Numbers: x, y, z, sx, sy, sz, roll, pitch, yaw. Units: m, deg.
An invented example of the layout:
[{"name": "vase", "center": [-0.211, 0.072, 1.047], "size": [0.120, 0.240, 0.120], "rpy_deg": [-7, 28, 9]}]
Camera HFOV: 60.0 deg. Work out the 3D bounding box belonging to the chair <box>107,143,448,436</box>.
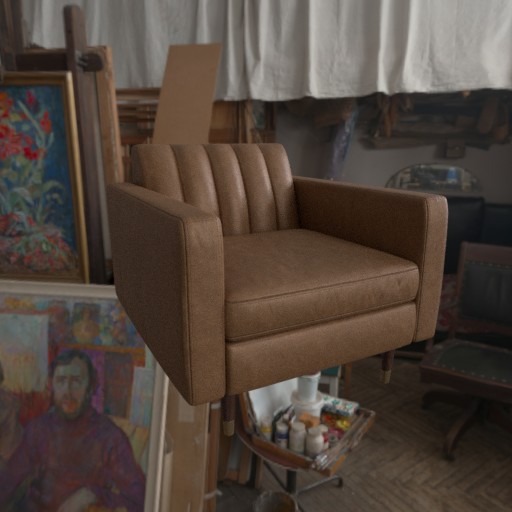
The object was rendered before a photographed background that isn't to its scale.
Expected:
[{"name": "chair", "center": [0.000, 0.000, 1.685], "size": [0.953, 0.819, 0.998], "rpy_deg": [-8, 17, -27]}]
